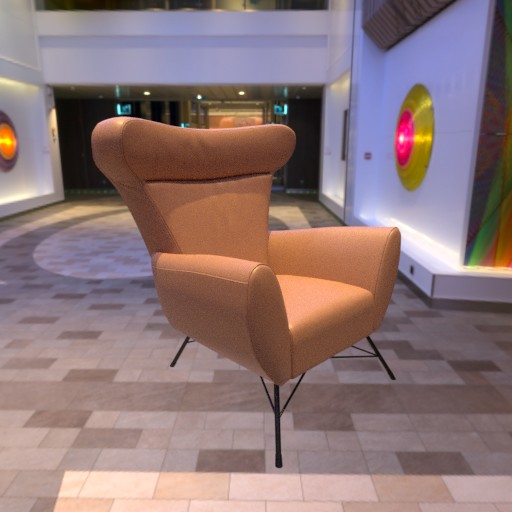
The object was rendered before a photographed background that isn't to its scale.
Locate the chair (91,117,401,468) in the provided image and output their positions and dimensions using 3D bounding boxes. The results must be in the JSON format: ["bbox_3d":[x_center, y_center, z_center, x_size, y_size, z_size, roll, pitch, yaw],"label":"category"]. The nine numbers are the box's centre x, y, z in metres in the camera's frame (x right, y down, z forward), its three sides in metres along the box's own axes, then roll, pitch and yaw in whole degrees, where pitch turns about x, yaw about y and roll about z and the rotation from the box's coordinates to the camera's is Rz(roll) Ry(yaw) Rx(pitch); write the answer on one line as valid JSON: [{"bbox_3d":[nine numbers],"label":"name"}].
[{"bbox_3d":[0.000,0.000,1.772,0.900,1.050,0.980,13,19,43],"label":"chair"}]
